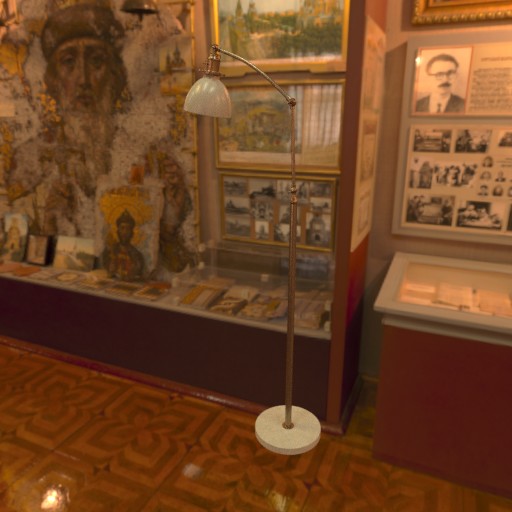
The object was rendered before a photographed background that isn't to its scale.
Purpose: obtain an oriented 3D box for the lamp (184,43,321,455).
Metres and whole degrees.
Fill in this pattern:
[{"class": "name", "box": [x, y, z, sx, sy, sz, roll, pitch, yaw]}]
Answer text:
[{"class": "lamp", "box": [0.000, 0.000, 1.793, 0.599, 1.586, 0.288, 8, 19, 25]}]
